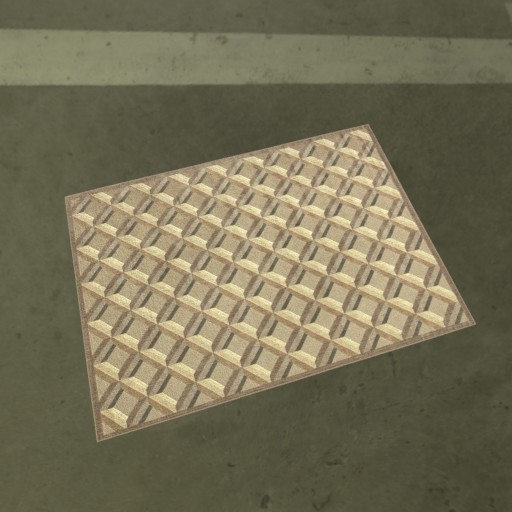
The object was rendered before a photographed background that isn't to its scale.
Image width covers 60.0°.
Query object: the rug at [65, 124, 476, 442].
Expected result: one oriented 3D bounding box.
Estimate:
[{"bbox_3d":[0.000,0.000,4.150,3.294,0.018,2.382,-15,65,-7],"label":"rug"}]
